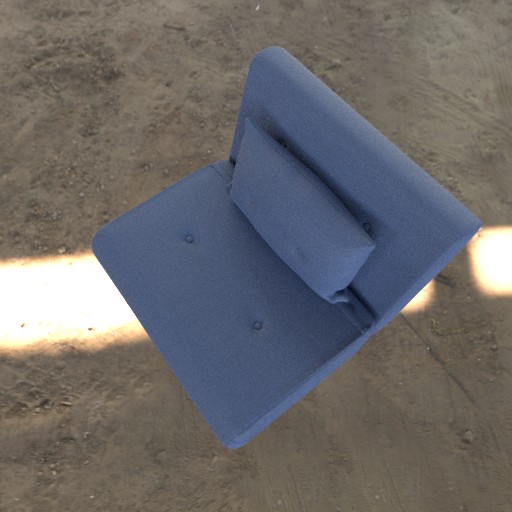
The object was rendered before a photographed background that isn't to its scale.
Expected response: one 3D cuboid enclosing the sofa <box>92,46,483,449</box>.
[{"bbox_3d":[0.000,0.000,1.713,0.996,0.860,0.999,-35,69,-15],"label":"sofa"}]
